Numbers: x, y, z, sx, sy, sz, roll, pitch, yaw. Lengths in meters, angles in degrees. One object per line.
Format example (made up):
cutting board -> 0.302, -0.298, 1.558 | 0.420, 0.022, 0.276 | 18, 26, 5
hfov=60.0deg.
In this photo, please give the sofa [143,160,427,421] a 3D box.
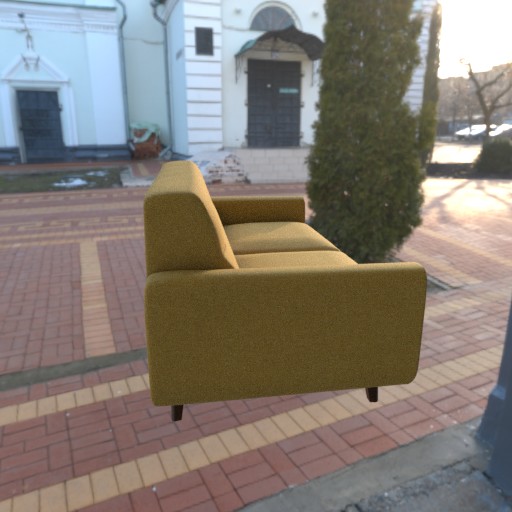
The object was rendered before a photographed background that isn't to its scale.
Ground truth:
sofa -> 0.000, 0.000, 2.141 | 0.909, 0.841, 1.631 | -2, 16, -8
